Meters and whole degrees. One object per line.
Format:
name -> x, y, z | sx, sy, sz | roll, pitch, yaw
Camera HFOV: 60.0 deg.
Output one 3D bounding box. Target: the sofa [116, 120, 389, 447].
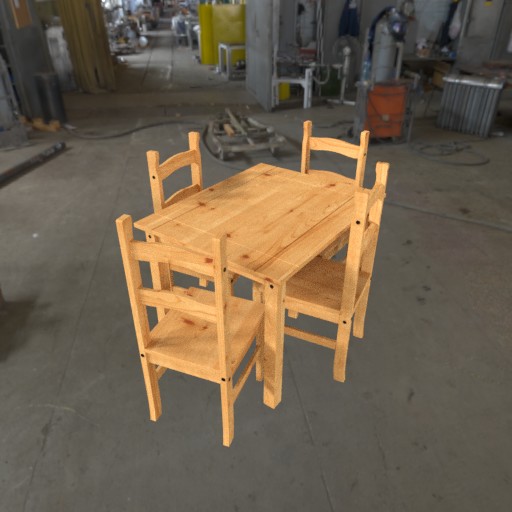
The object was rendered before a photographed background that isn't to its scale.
sofa -> 0.000, 0.000, 2.253 | 1.144, 1.000, 1.529 | 21, 37, 30
